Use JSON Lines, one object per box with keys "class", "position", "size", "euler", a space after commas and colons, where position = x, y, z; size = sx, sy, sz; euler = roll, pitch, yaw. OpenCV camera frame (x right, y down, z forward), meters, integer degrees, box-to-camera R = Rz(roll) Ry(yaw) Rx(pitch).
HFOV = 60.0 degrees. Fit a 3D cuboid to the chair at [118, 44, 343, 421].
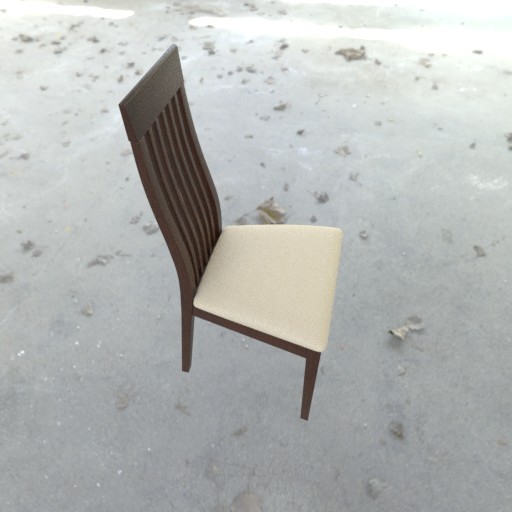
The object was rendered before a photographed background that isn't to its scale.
{"class": "chair", "position": [0.000, 0.000, 1.271], "size": [0.474, 1.027, 0.460], "euler": [10, 48, 9]}
